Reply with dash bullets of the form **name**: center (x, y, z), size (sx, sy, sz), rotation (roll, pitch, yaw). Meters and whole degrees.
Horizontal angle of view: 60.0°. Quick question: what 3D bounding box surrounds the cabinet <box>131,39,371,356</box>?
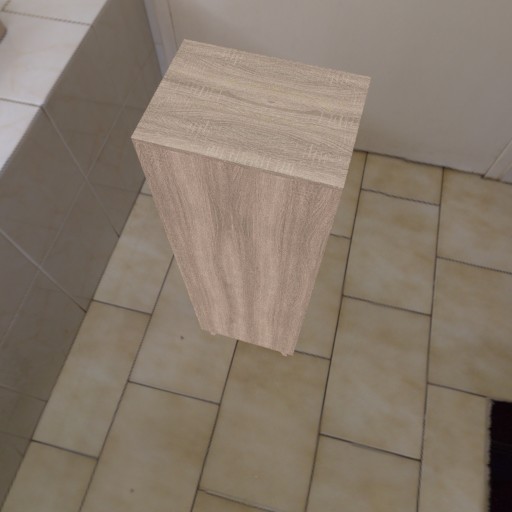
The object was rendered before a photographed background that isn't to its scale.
- **cabinet**: center (0.000, 0.000, 2.046), size (0.570, 1.850, 0.400), rotation (15, 64, 7)
